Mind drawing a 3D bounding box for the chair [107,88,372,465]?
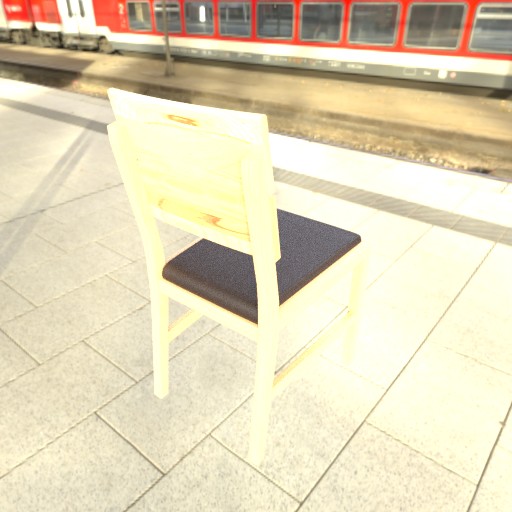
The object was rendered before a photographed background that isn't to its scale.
[{"bbox_3d":[0.000,0.000,1.286,0.475,0.950,0.560,21,37,32],"label":"chair"}]
